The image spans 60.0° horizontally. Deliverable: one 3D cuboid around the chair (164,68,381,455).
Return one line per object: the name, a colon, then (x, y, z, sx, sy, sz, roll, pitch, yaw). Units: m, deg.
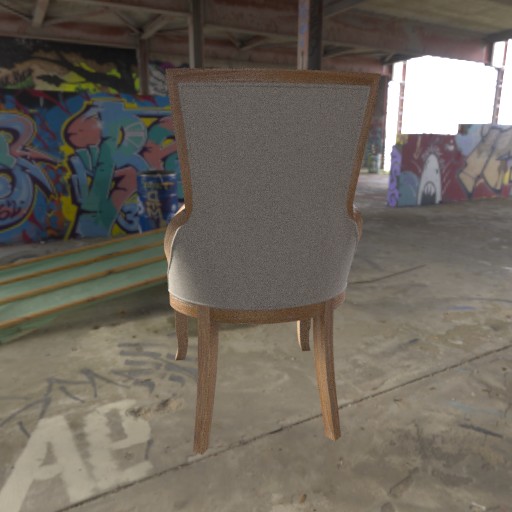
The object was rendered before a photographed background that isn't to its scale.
chair: (0.000, 0.000, 1.312, 0.524, 0.947, 0.641, -2, 15, -8)
